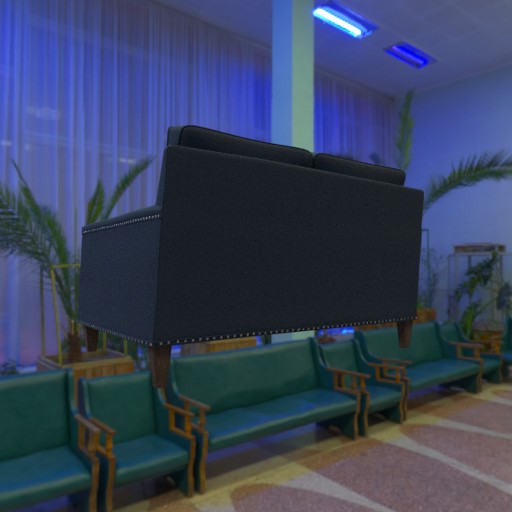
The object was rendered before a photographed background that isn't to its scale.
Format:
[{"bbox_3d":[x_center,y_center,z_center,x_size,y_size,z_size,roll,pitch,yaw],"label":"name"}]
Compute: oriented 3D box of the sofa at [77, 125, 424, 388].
[{"bbox_3d":[0.000,0.000,2.381,1.597,1.003,1.084,1,-2,-36],"label":"sofa"}]
